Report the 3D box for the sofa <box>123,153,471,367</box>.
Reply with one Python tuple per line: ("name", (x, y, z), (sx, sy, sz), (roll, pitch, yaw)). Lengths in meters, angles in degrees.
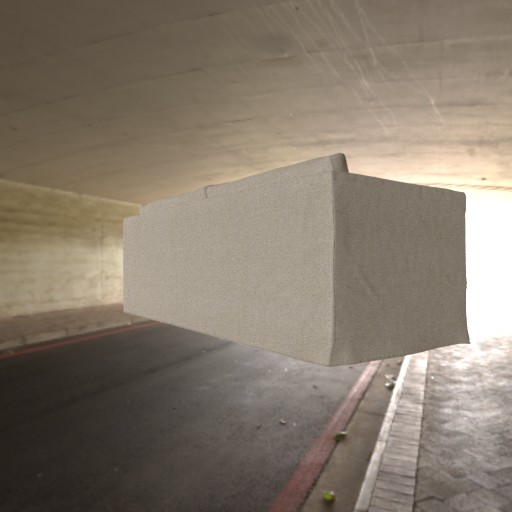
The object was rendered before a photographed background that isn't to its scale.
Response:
("sofa", (0.000, 0.000, 2.779), (0.956, 0.847, 2.296), (1, -1, -35))
